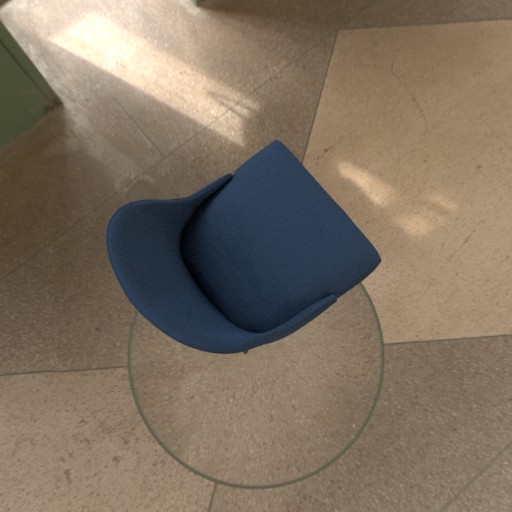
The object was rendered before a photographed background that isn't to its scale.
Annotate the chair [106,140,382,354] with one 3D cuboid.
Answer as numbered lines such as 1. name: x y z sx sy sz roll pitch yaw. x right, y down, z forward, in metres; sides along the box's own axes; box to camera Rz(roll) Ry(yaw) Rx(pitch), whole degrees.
1. chair: 0.000 0.000 1.239 0.559 0.896 0.478 -38 81 -7
